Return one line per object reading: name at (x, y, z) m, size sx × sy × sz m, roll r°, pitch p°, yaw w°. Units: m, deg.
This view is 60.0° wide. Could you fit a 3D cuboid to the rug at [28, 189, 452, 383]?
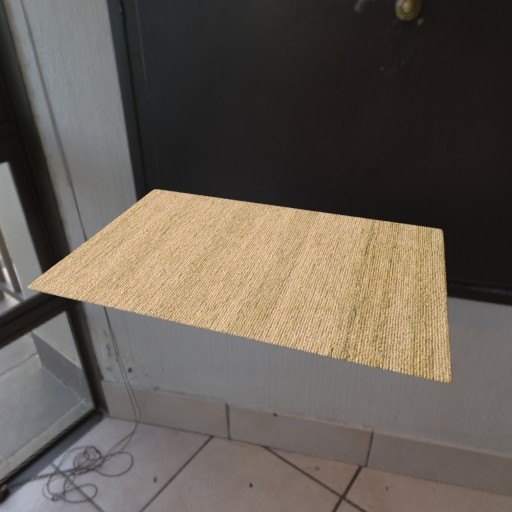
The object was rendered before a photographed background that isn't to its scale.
rug at (0.000, 0.000, 2.174) m, size 1.758 × 0.010 × 1.143 m, roll 10°, pitch 33°, yaw 15°
